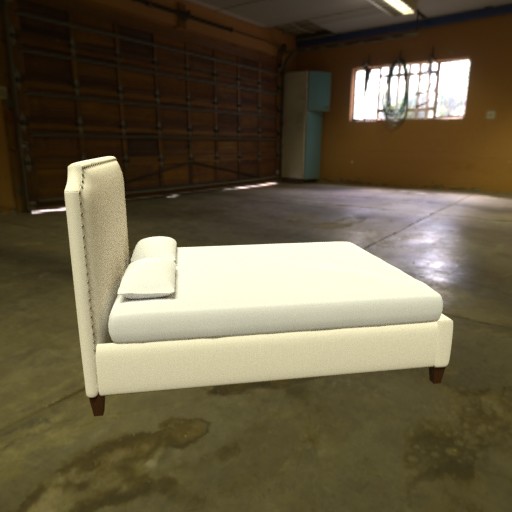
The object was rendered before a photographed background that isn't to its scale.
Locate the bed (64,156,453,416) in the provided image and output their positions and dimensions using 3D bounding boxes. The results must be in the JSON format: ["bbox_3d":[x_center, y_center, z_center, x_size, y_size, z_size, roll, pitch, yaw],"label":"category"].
[{"bbox_3d":[0.000,0.000,3.451,2.372,1.497,1.712,-2,14,-9],"label":"bed"}]
